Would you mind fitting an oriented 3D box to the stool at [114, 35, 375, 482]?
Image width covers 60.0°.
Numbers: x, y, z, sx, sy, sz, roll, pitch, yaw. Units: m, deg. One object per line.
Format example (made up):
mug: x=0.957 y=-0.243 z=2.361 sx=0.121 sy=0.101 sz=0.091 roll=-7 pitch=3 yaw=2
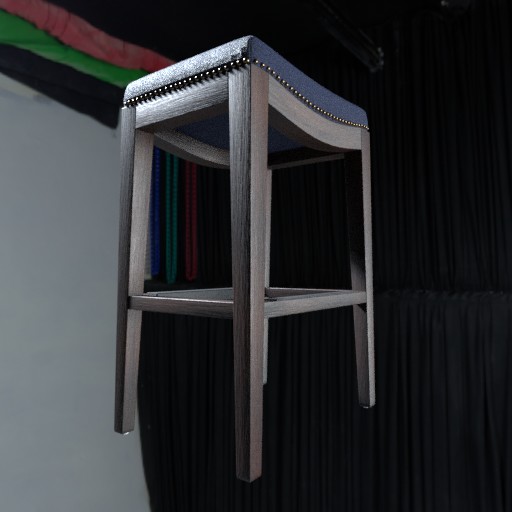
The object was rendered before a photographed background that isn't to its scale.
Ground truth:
stool: x=0.000 y=0.000 z=1.012 sx=0.358 sy=0.740 sz=0.498 roll=-1 pitch=-2 yaw=37
